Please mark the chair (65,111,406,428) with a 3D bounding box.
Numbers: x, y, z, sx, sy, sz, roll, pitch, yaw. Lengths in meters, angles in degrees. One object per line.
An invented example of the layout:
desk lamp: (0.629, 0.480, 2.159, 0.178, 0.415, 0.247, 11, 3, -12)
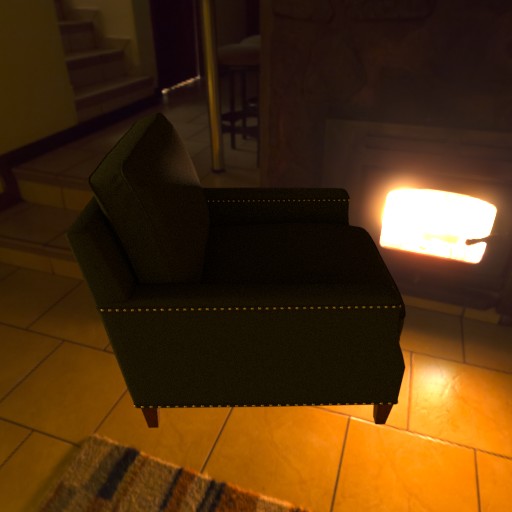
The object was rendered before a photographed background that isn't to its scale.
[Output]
chair: (0.000, 0.000, 1.686, 1.014, 0.943, 0.853, -1, 31, -1)
